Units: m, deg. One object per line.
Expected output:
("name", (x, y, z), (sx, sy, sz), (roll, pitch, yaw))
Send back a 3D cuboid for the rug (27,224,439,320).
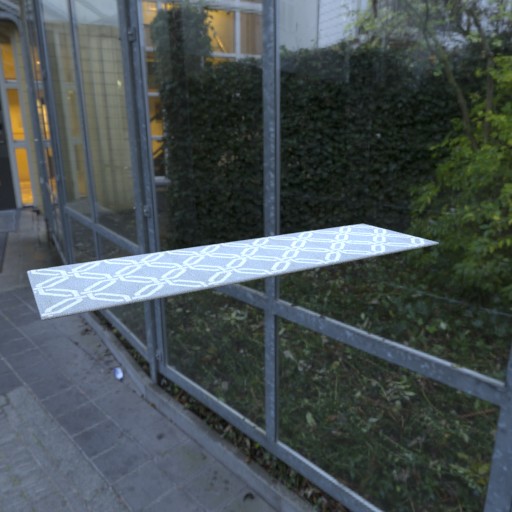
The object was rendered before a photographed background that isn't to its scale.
("rug", (0.000, 0.000, 2.505), (2.276, 0.014, 0.678), (-9, 18, -29))
